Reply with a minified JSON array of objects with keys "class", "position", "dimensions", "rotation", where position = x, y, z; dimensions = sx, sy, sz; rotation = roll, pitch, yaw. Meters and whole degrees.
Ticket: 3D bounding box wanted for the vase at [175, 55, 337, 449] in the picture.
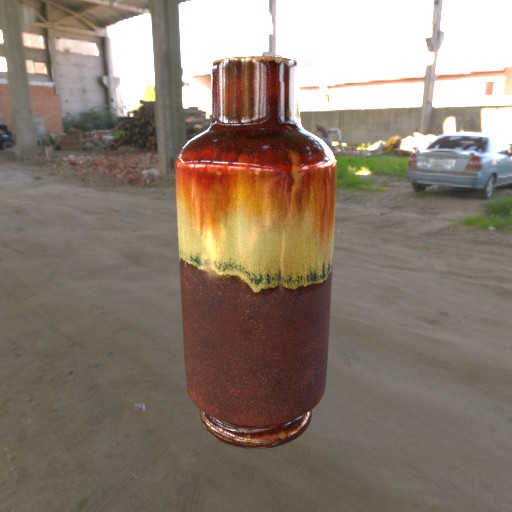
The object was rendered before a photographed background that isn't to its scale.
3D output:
[{"class":"vase","position":[0.000,0.000,0.323],"dimensions":[0.111,0.261,0.111],"rotation":[0,16,0]}]
